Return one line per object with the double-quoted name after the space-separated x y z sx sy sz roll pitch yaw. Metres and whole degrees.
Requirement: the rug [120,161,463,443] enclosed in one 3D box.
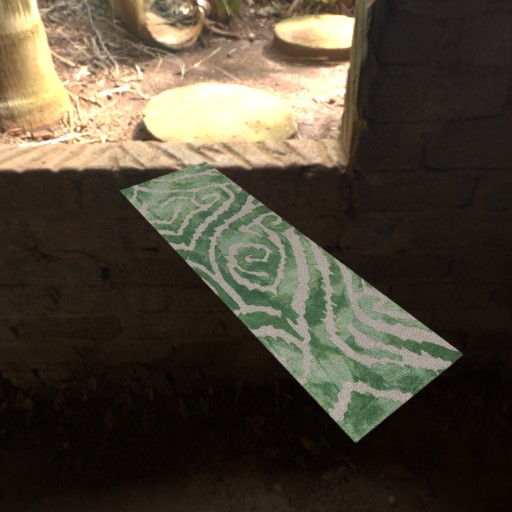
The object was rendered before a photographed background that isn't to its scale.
0.000 0.000 2.774 0.761 0.006 2.438 -26 47 -27 "rug"
